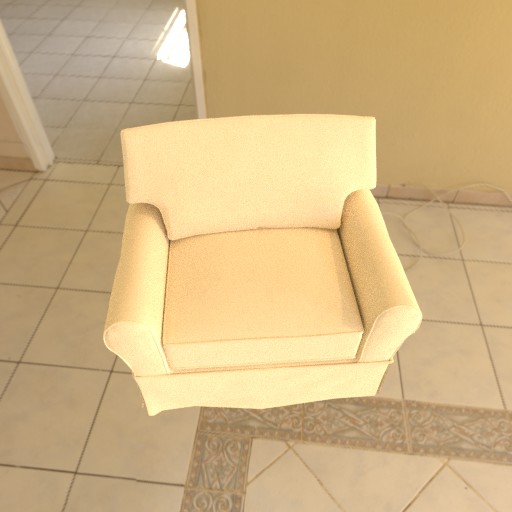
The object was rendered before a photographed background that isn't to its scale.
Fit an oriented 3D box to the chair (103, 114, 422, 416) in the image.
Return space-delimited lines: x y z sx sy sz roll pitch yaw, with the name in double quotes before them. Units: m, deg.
"chair" 0.000 0.000 1.822 1.099 0.958 0.904 -3 48 -3
